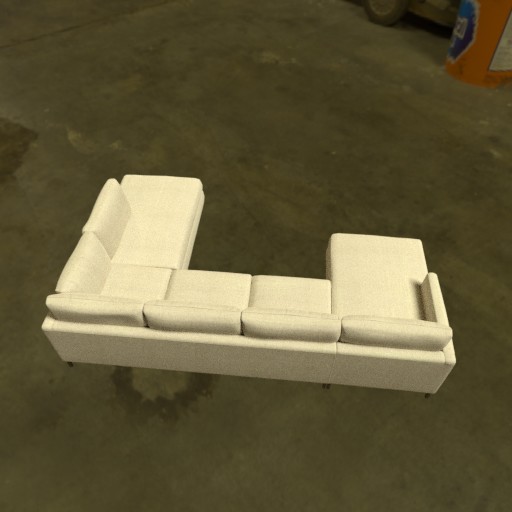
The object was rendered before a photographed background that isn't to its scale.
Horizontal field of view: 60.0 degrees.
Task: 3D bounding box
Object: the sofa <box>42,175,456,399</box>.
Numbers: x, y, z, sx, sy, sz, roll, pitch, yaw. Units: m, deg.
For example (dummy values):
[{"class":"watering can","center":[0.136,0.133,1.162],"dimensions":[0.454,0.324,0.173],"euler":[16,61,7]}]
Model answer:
[{"class":"sofa","center":[0.000,0.000,3.585],"dimensions":[2.737,0.756,1.879],"euler":[4,48,4]}]
